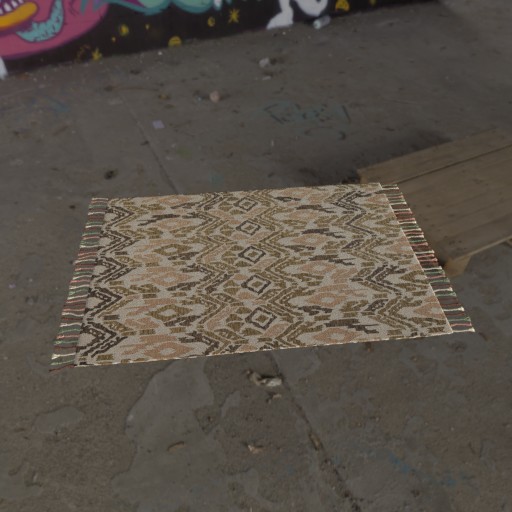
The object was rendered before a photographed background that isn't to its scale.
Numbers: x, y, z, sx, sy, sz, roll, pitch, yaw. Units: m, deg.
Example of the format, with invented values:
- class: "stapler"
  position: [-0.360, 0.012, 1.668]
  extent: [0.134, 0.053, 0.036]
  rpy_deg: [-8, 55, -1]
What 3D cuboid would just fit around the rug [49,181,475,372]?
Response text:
- class: "rug"
  position: [0.000, 0.000, 3.014]
  extent: [2.438, 0.008, 1.524]
  rpy_deg: [-4, 46, -4]
